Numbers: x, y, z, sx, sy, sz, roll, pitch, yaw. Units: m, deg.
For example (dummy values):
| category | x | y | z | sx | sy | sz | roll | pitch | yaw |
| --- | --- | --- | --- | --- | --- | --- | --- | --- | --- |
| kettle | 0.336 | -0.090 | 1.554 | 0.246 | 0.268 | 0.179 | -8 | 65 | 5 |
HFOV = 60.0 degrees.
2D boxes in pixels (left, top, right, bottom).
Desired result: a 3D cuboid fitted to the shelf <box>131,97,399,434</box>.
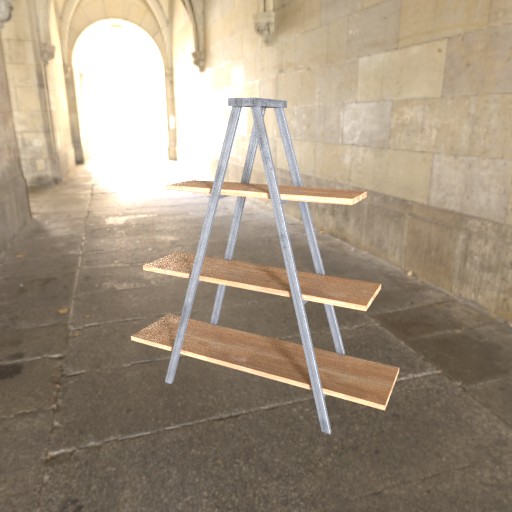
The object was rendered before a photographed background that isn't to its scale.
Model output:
| category | x | y | z | sx | sy | sz | roll | pitch | yaw |
| --- | --- | --- | --- | --- | --- | --- | --- | --- | --- |
| shelf | 0.000 | 0.000 | 2.711 | 1.746 | 1.808 | 0.508 | 8 | 19 | 26 |
